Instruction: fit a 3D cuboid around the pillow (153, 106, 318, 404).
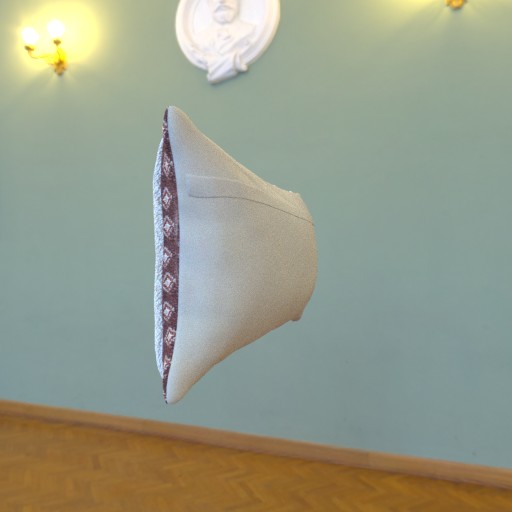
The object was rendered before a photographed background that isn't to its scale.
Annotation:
[{"bbox_3d":[0.000,0.000,0.721,0.161,0.295,0.608,0,0,18],"label":"pillow"}]
